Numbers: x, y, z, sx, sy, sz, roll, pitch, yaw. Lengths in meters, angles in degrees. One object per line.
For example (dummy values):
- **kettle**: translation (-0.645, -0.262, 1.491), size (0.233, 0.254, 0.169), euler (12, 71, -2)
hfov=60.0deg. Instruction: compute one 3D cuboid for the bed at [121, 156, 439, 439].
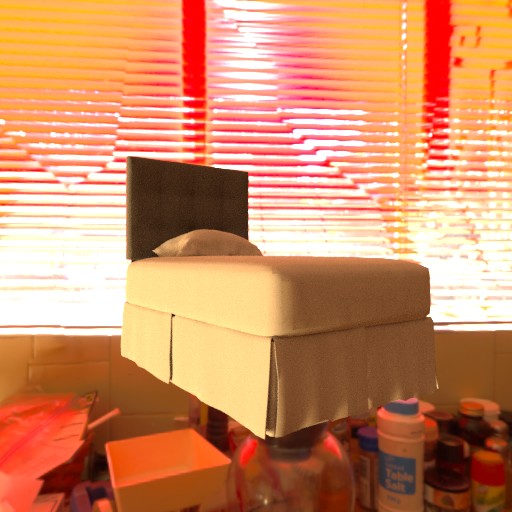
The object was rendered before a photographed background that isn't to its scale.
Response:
- **bed**: translation (0.000, 0.000, 3.006), size (1.261, 1.571, 1.997), euler (0, 0, -35)
